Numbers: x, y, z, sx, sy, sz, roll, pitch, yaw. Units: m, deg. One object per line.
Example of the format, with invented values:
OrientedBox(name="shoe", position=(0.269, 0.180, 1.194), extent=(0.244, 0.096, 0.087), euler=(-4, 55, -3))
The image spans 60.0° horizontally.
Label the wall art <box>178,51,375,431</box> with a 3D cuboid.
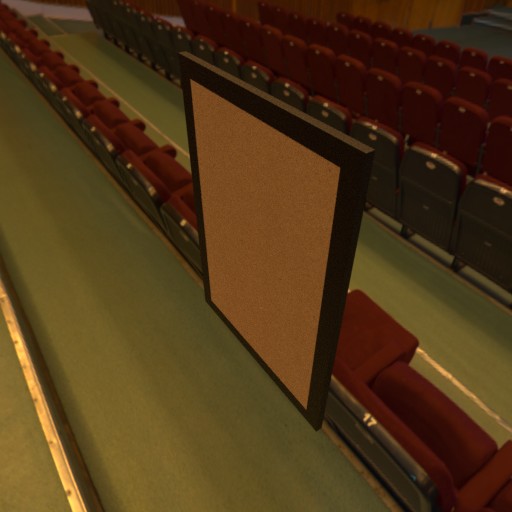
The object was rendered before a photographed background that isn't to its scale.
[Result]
OrientedBox(name="wall art", position=(0.000, 0.000, 0.716), extent=(0.013, 0.534, 0.381), euler=(-25, 47, -26))
